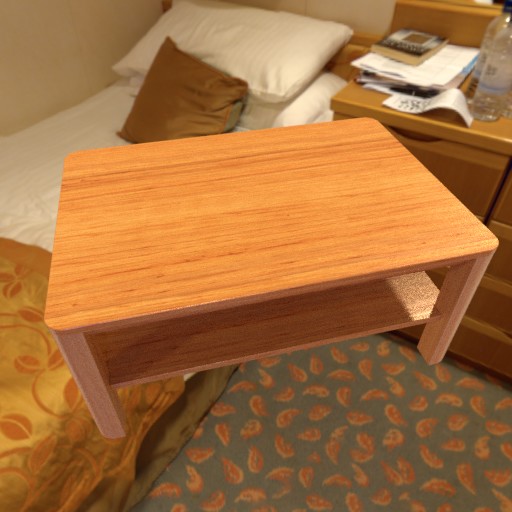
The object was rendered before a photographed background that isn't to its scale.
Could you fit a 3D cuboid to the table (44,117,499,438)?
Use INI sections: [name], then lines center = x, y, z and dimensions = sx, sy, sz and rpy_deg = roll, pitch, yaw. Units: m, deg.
[table]
center = 0.000, 0.000, 1.312
dimensions = 0.997, 0.445, 0.696
rpy_deg = -10, 43, -10
